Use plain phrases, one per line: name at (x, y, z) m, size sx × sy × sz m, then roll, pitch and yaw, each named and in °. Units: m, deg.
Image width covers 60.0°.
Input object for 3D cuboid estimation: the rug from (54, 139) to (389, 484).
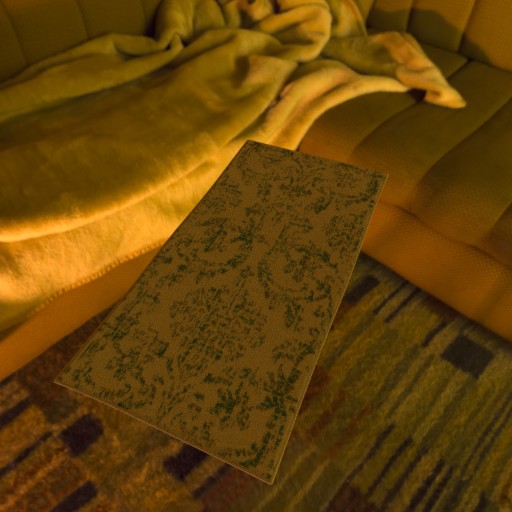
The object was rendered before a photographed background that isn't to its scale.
rug at (0.000, 0.000, 1.426) m, size 0.605 × 0.007 × 1.220 m, roll 18°, pitch 50°, yaw 16°
